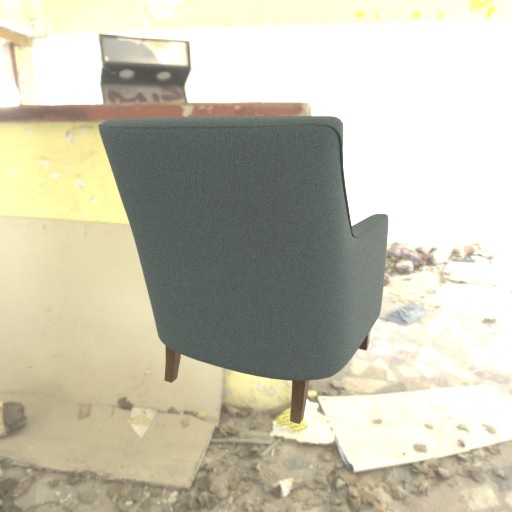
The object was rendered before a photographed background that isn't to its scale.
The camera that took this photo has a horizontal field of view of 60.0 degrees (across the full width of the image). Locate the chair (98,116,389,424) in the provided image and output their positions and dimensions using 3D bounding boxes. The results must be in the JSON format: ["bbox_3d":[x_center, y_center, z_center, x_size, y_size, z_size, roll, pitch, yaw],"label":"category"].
[{"bbox_3d":[0.000,0.000,1.561,0.756,0.916,0.879,8,18,27],"label":"chair"}]
